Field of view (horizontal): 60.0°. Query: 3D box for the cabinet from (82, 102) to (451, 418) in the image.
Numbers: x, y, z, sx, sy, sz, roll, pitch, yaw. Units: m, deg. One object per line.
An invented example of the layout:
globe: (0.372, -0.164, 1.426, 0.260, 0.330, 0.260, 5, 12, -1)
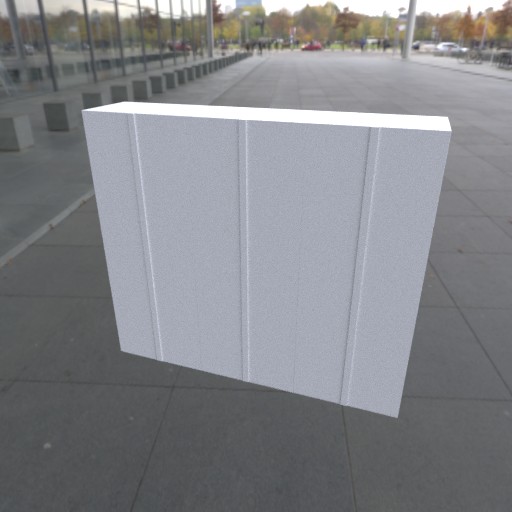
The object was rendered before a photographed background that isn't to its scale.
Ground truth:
cabinet: (0.000, 0.000, 3.836, 2.700, 2.370, 0.590, 9, 27, 17)
